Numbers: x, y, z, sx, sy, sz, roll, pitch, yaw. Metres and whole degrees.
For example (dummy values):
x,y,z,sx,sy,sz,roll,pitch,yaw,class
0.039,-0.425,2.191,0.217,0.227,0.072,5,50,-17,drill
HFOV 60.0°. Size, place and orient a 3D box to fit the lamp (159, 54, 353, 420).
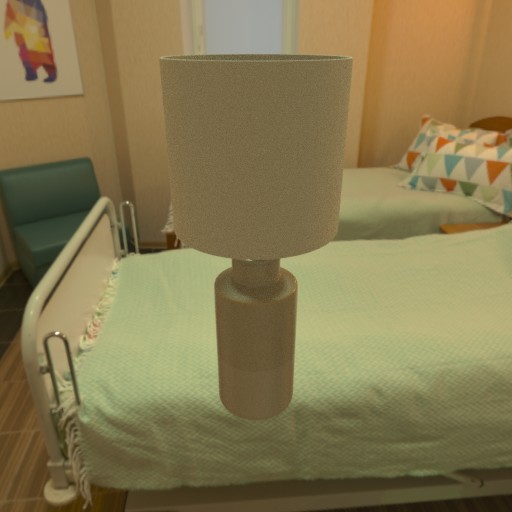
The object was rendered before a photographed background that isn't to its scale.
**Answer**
x,y,z,sx,sy,sz,roll,pitch,yaw,class
0.000,0.000,0.601,0.212,0.493,0.212,-17,31,-31,lamp
